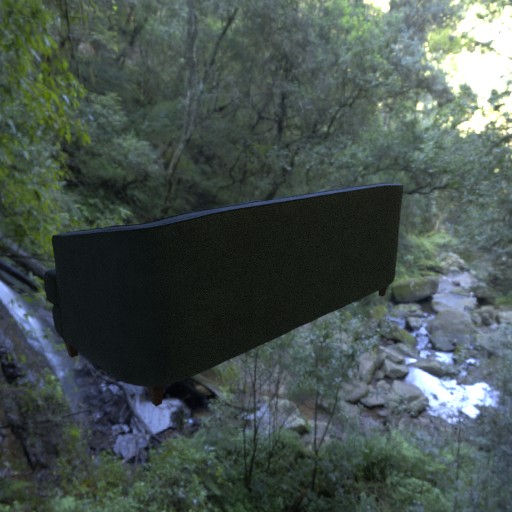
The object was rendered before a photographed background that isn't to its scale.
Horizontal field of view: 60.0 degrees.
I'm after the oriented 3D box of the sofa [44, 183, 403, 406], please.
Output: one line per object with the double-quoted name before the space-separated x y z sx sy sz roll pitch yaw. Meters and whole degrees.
"sofa" 0.000 0.000 2.773 2.278 0.855 0.941 -15 22 -43
